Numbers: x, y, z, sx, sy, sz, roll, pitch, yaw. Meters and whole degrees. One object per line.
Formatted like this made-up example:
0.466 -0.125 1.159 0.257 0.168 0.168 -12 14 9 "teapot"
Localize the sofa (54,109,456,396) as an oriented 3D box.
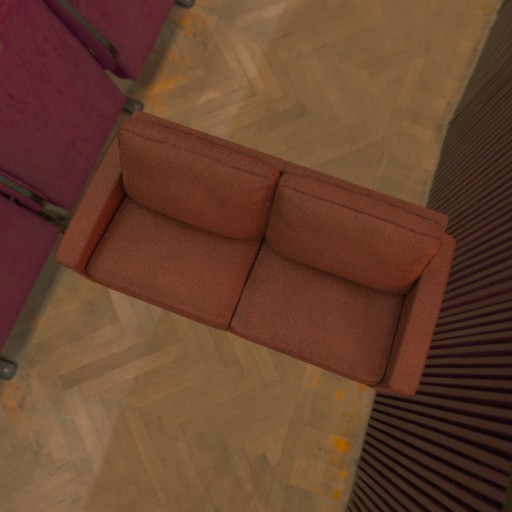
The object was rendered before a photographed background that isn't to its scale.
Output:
0.000 0.000 2.572 2.080 0.919 0.940 20 76 5 "sofa"
